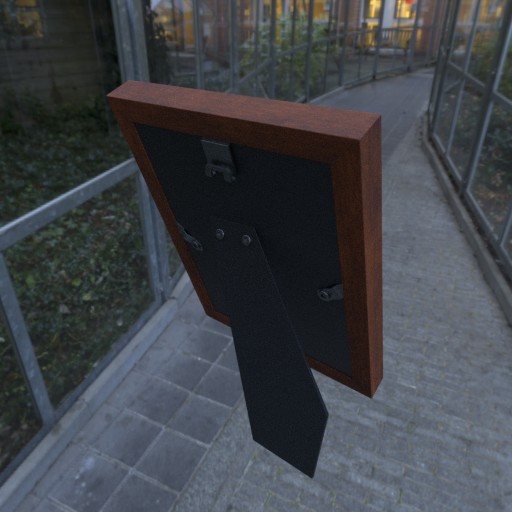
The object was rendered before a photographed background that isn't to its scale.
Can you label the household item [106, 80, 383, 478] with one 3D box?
[{"bbox_3d":[0.000,0.000,0.286,0.160,0.204,0.096,21,35,32],"label":"household item"}]
